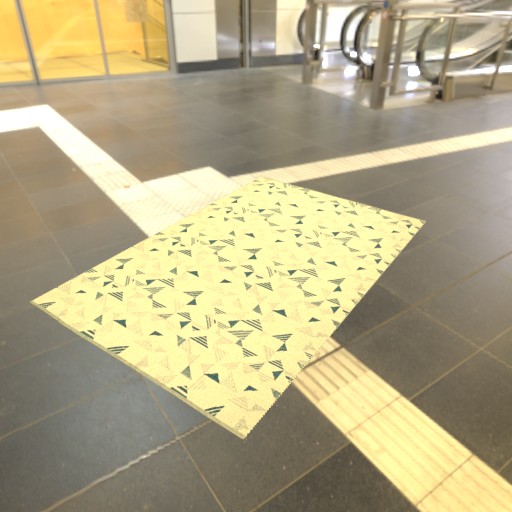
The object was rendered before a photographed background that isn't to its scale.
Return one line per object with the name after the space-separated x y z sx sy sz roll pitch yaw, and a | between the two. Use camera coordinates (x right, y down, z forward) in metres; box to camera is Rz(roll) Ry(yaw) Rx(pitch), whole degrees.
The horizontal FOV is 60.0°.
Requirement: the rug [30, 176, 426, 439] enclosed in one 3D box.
0.000 0.000 2.328 1.206 0.003 1.835 21 38 30 | rug
